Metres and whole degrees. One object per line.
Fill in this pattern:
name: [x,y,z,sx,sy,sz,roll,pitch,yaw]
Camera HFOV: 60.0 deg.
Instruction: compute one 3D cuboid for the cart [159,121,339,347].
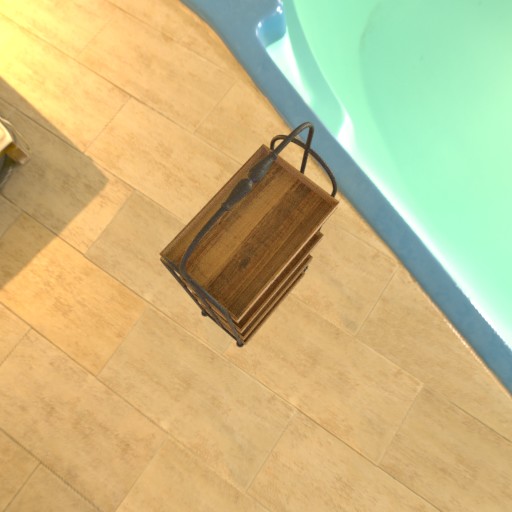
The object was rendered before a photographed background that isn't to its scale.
cart: [0.000,0.000,1.714,0.308,1.481,0.581,39,78,10]
